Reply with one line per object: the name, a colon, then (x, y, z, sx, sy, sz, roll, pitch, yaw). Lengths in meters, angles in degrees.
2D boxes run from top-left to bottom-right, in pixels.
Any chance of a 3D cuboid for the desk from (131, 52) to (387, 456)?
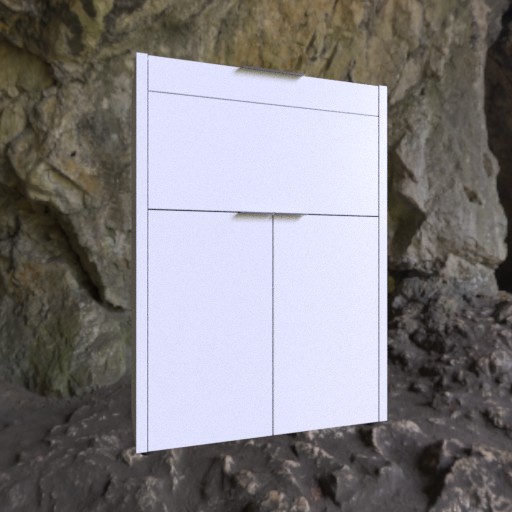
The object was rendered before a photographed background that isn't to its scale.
desk: (0.000, 0.000, 1.596, 0.850, 1.190, 0.390, 0, 0, -18)
